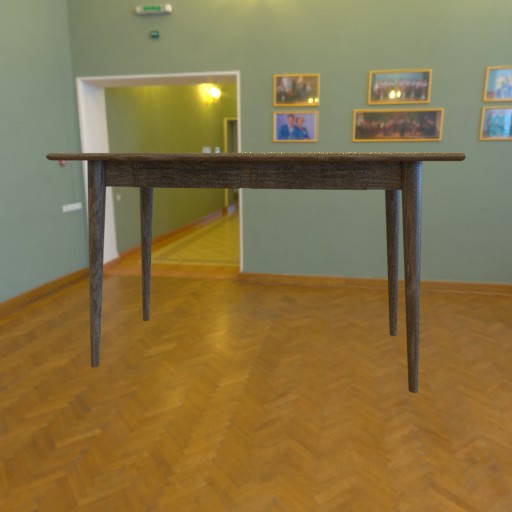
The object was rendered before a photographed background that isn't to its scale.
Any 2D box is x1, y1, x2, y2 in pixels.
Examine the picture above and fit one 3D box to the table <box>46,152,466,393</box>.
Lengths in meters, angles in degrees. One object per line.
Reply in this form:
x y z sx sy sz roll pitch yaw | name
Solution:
0.000 0.000 1.728 1.300 0.780 0.599 2 13 9 | table
